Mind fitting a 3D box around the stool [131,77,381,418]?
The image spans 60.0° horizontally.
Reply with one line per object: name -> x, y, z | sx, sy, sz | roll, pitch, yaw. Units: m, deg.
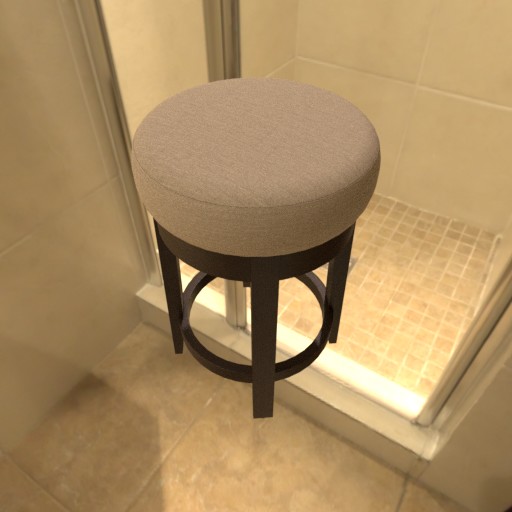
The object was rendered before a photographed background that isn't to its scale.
stool -> 0.000, 0.000, 0.993 | 0.443, 0.672, 0.443 | 0, 45, 0
